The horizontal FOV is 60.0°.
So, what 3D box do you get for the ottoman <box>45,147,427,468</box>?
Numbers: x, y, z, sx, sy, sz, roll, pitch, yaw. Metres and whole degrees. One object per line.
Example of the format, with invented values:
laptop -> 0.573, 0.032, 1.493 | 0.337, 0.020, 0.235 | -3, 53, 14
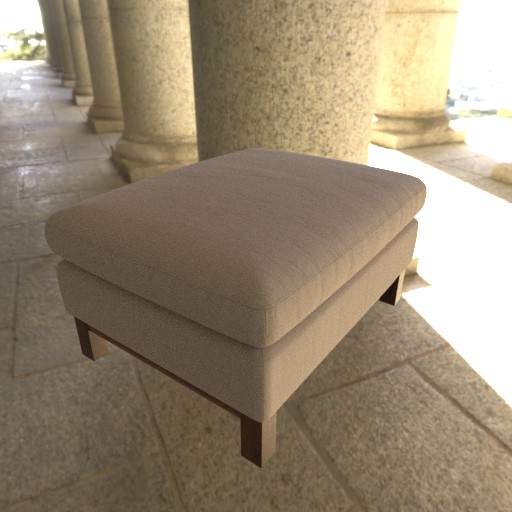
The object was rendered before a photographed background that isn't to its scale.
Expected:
ottoman -> 0.000, 0.000, 1.117 | 0.606, 0.420, 0.771 | 18, 32, 32
